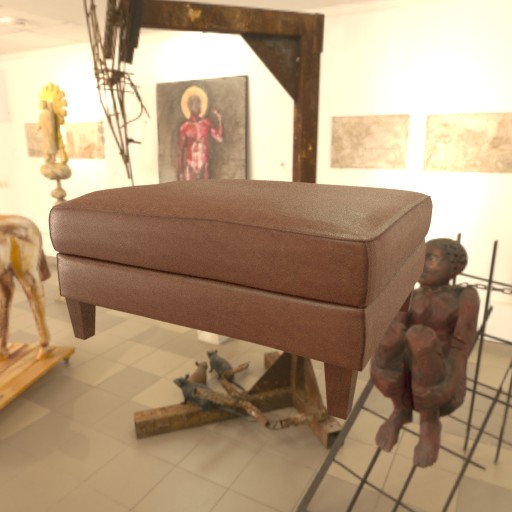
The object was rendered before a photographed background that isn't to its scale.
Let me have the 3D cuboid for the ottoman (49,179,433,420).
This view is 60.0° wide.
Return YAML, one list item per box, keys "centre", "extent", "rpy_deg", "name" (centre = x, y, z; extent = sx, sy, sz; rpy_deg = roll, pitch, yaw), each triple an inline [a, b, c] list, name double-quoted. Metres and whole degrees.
- centre: [0.000, 0.000, 1.477]
  extent: [0.987, 0.472, 0.836]
  rpy_deg: [8, 17, 28]
  name: "ottoman"
